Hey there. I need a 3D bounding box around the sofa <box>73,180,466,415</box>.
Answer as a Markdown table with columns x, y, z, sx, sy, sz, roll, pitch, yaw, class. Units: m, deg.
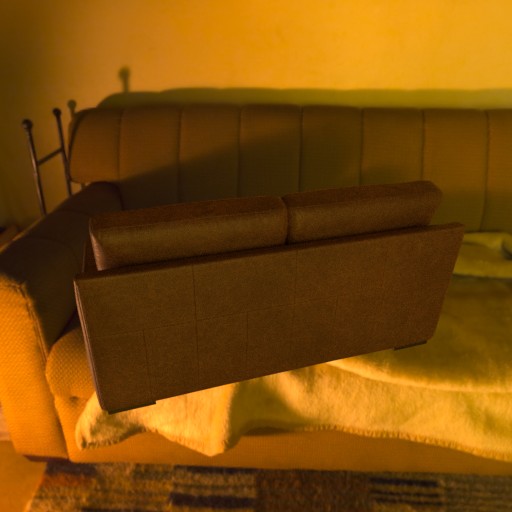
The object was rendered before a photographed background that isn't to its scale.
| x | y | z | sx | sy | sz | roll | pitch | yaw | class |
| --- | --- | --- | --- | --- | --- | --- | --- | --- | --- |
| 0.000 | 0.000 | 2.503 | 1.880 | 0.939 | 1.143 | -8 | 27 | -16 | sofa |
